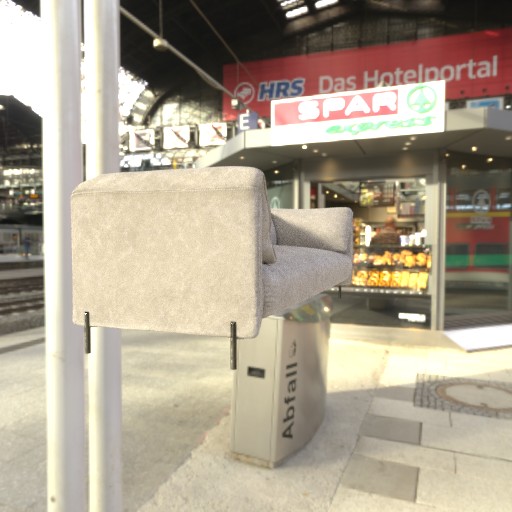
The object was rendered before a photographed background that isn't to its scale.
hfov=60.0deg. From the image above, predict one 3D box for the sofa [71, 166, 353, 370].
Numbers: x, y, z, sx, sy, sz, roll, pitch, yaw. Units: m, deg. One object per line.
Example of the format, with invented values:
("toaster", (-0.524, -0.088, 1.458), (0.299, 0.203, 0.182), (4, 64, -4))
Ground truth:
("sofa", (0.000, 0.000, 2.758), (0.899, 0.758, 2.238), (1, 2, 21))
